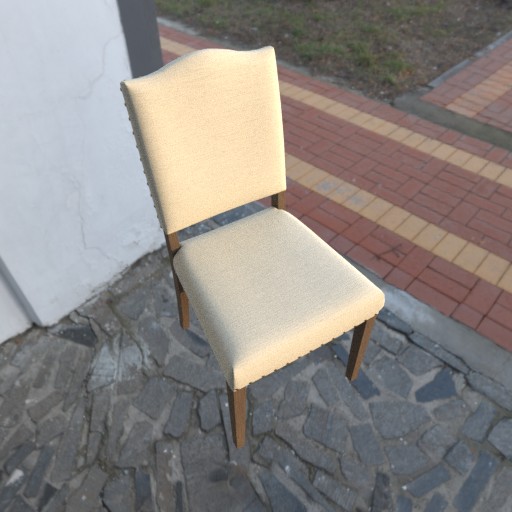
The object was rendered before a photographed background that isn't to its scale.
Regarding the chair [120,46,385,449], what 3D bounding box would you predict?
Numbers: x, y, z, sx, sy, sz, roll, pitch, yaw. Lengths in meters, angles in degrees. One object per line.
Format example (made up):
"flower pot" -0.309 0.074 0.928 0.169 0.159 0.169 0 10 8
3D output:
"chair" 0.000 0.000 1.332 0.508 1.015 0.619 -23 51 -21
